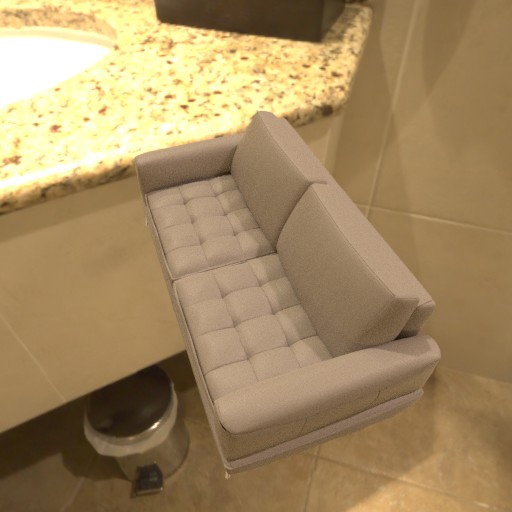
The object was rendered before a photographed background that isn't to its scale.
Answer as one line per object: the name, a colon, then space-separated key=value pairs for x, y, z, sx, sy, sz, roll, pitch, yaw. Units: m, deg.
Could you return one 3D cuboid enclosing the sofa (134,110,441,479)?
sofa: x=0.000 y=0.000 z=2.687 sx=1.121 sy=0.930 sz=2.177 roll=-15 pitch=49 yaw=-14
